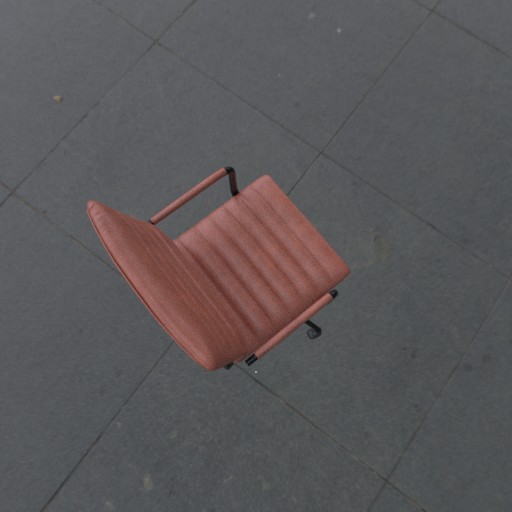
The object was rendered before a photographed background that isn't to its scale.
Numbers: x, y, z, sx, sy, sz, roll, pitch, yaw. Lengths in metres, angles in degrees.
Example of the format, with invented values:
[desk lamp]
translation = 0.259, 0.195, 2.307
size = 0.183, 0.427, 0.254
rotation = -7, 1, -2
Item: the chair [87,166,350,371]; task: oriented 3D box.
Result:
[chair]
translation = 0.000, 0.000, 1.284
size = 0.578, 0.878, 0.600
rotation = -37, 78, -9
